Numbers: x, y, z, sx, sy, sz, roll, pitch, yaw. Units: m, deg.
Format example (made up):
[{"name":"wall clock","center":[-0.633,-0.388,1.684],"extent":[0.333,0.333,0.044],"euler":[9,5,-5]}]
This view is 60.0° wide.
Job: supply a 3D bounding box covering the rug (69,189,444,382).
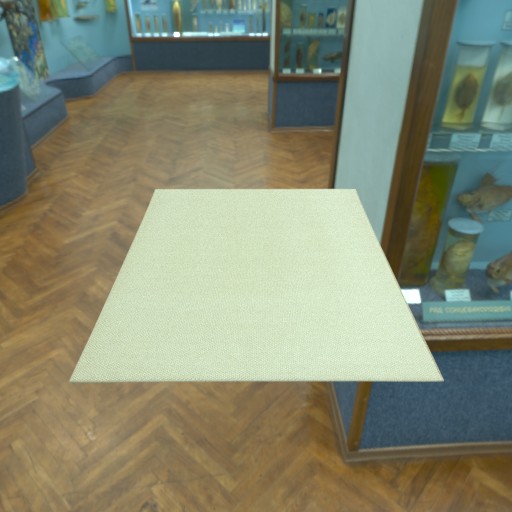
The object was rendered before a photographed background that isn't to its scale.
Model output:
[{"name":"rug","center":[0.000,0.000,4.158],"extent":[2.462,0.018,3.039],"euler":[0,33,0]}]
